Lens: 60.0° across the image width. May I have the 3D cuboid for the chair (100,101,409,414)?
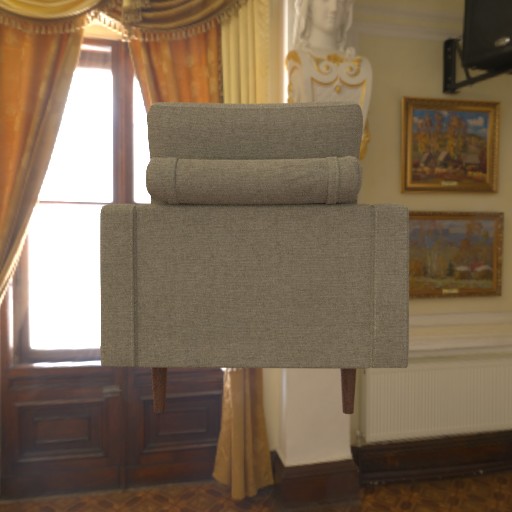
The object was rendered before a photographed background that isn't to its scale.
[{"bbox_3d":[0.000,0.000,1.532,0.821,0.880,0.843,0,1,1],"label":"chair"}]
